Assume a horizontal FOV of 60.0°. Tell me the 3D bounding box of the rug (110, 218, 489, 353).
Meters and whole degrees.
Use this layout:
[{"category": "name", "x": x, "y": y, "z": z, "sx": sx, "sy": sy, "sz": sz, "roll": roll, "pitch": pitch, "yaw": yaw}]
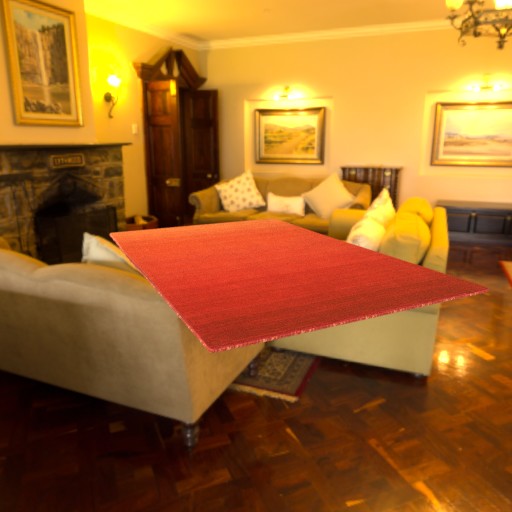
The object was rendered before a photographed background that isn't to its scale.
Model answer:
[{"category": "rug", "x": 0.000, "y": 0.000, "z": 2.342, "sx": 1.230, "sy": 0.018, "sz": 1.835, "roll": -7, "pitch": 17, "yaw": -26}]
